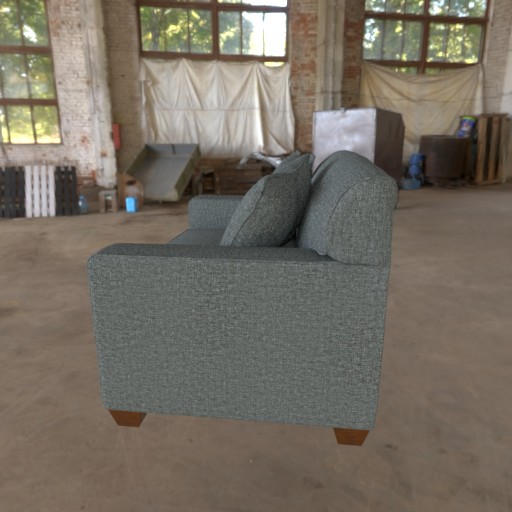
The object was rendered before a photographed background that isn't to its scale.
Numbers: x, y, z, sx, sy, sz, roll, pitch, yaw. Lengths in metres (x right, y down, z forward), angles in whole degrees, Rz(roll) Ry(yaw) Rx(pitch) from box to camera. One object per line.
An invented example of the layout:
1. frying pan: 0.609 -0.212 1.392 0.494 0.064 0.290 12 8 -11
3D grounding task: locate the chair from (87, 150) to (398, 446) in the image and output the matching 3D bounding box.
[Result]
1. chair: 0.000 0.000 2.049 1.000 0.948 1.383 2 16 7
